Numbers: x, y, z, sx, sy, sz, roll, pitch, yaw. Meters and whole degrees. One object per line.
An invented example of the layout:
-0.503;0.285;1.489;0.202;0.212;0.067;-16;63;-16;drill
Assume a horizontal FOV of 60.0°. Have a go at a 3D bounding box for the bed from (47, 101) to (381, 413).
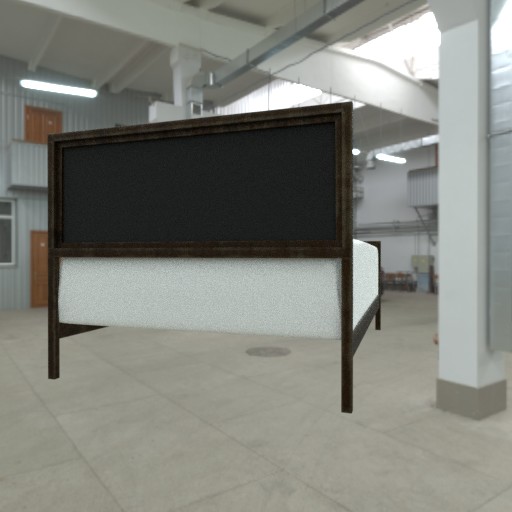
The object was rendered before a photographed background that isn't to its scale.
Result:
0.000;0.000;3.170;1.607;1.313;2.221;0;0;19;bed
